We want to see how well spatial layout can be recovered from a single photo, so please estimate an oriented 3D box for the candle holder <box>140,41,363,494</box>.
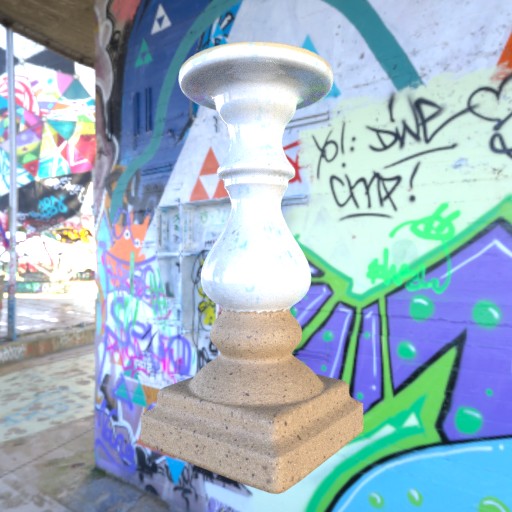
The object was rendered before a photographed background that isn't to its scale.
[{"bbox_3d":[0.000,0.000,0.295,0.110,0.239,0.110,0,0,37],"label":"candle holder"}]
